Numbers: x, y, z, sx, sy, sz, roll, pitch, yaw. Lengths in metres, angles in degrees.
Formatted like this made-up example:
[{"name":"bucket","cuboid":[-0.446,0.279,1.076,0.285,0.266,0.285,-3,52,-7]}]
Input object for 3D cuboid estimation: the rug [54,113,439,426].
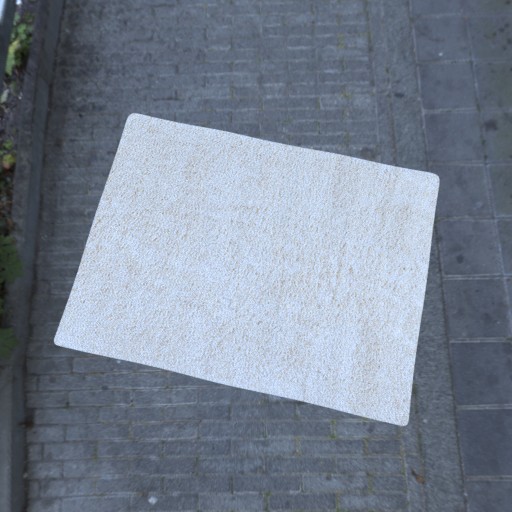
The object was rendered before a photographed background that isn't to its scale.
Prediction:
[{"name":"rug","cuboid":[0.000,0.000,2.096,1.600,0.027,1.200,12,76,3]}]
